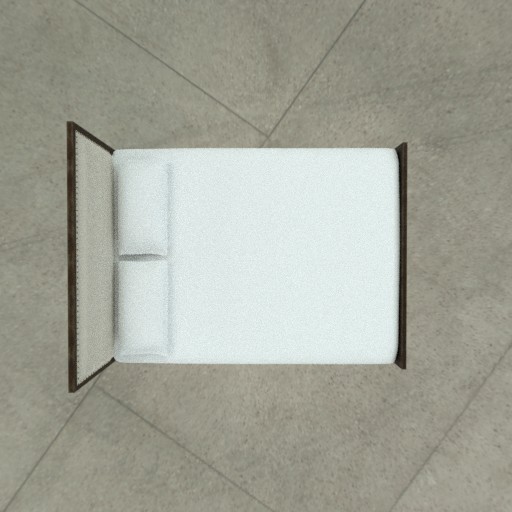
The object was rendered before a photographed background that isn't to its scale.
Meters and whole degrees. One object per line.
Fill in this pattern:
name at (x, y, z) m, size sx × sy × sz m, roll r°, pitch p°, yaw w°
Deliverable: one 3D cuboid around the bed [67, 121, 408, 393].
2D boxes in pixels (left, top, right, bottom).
bed at (0.000, 0.000, 3.268) m, size 2.221 × 1.313 × 1.607 m, roll 0°, pitch 91°, yaw 0°
